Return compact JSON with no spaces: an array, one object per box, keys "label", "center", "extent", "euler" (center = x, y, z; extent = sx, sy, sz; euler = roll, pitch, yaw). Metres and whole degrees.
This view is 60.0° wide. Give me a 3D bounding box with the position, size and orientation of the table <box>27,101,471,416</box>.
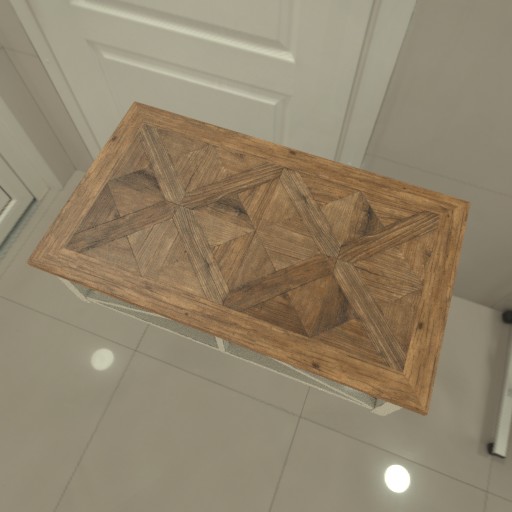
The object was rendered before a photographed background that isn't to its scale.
[{"label":"table","center":[0.000,0.000,1.774],"extent":[1.400,0.410,0.800],"euler":[19,66,9]}]
